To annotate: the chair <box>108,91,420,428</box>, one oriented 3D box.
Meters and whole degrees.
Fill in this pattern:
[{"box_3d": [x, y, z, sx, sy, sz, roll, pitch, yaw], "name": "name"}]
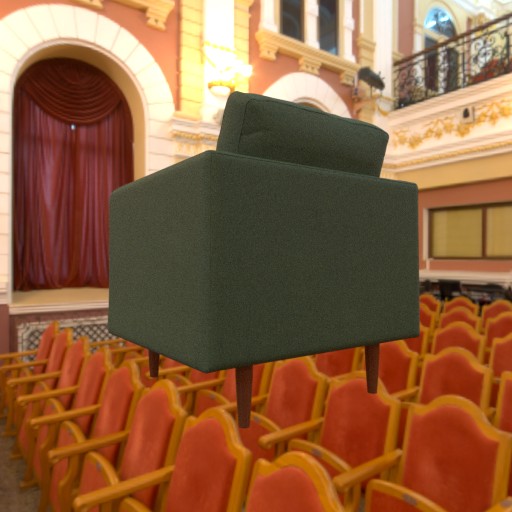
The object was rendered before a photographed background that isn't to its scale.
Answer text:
[{"box_3d": [0.000, 0.000, 1.607, 0.855, 0.927, 0.800, 0, 0, -35], "name": "chair"}]
